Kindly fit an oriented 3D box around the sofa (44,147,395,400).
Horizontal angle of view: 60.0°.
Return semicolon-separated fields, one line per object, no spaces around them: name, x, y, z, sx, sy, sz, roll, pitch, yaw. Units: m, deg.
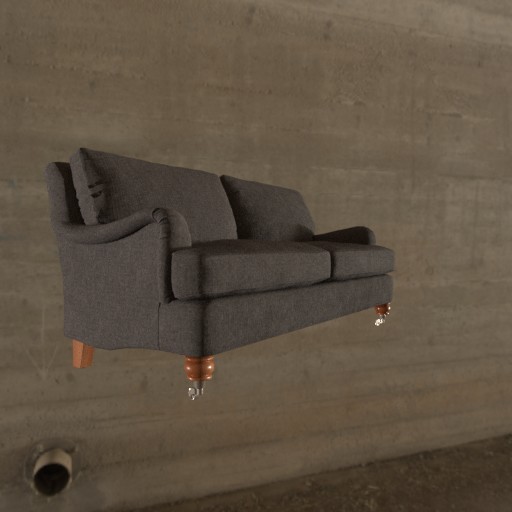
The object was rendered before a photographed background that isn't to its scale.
sofa;0.000;0.000;2.710;1.087;1.054;2.160;1;1;36
